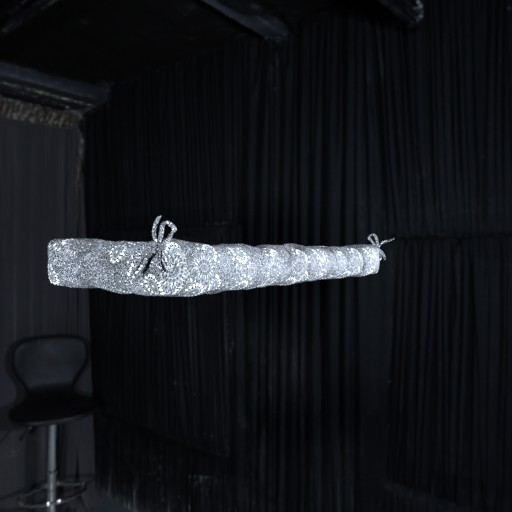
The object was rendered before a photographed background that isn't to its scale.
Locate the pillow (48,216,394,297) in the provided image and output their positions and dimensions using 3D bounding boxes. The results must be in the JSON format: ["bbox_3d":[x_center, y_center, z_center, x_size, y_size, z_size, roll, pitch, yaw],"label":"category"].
[{"bbox_3d":[0.000,0.000,1.406,0.511,0.174,1.194,1,1,37],"label":"pillow"}]
